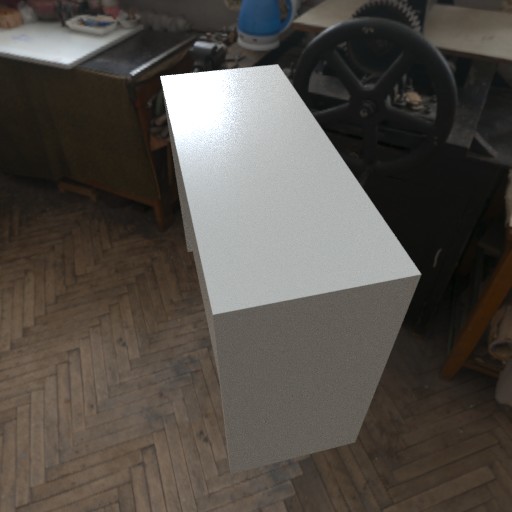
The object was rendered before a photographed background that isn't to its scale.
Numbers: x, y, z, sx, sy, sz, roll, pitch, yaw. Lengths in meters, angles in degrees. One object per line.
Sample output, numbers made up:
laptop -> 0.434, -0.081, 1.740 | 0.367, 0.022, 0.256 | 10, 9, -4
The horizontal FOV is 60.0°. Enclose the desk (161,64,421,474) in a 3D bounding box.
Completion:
desk -> 0.000, 0.000, 1.428 | 0.400, 0.790, 1.000 | -10, 46, -10
